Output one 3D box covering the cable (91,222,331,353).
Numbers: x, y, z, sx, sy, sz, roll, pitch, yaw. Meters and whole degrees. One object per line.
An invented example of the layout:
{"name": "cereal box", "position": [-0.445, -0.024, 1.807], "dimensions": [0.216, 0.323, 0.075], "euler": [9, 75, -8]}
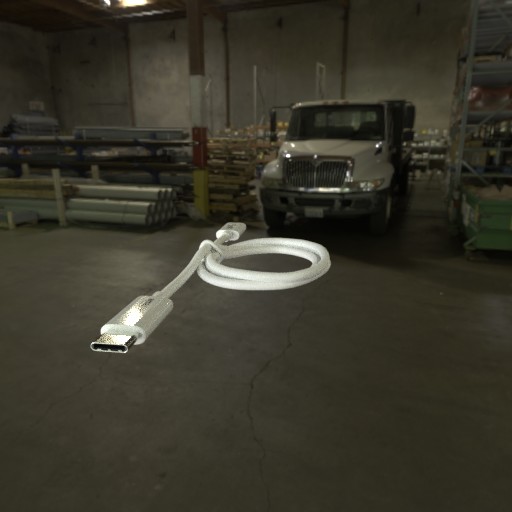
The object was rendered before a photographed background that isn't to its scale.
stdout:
{"name": "cable", "position": [0.000, 0.000, 0.209], "dimensions": [0.070, 0.014, 0.186], "euler": [2, 15, 8]}
